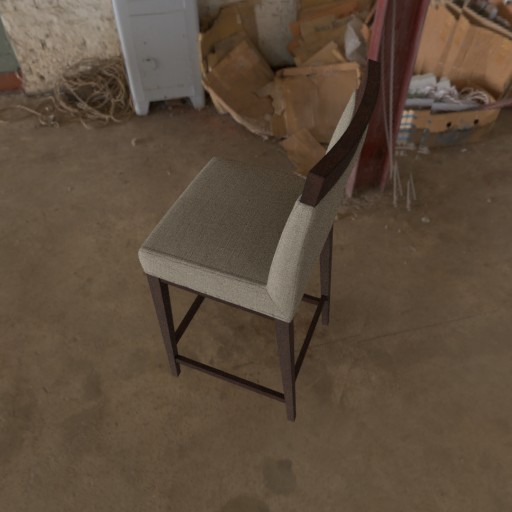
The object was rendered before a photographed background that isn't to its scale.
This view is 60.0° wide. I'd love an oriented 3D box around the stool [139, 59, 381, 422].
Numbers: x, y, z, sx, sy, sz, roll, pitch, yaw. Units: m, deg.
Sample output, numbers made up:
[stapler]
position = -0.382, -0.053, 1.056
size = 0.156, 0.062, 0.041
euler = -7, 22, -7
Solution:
[stool]
position = 0.000, 0.000, 1.415
size = 0.531, 1.117, 0.511
euler = 16, 49, 15
